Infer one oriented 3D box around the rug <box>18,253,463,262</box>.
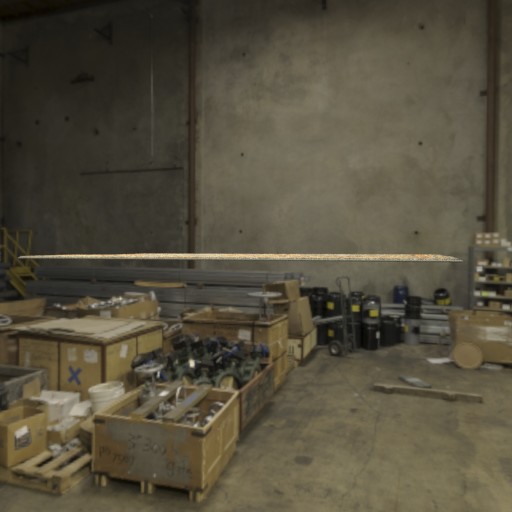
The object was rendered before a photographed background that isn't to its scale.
[{"bbox_3d":[0.000,0.000,3.850,3.063,0.024,2.158,0,1,19],"label":"rug"}]
